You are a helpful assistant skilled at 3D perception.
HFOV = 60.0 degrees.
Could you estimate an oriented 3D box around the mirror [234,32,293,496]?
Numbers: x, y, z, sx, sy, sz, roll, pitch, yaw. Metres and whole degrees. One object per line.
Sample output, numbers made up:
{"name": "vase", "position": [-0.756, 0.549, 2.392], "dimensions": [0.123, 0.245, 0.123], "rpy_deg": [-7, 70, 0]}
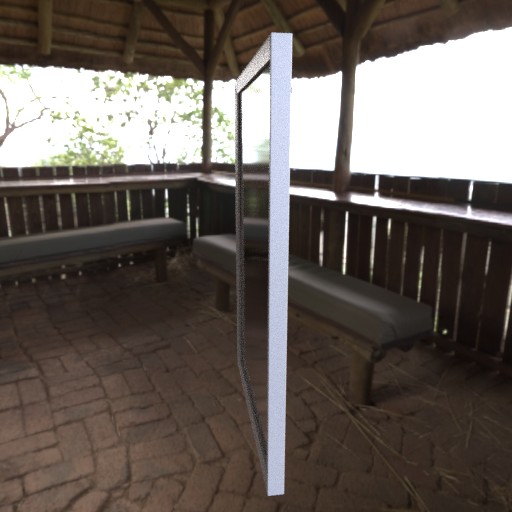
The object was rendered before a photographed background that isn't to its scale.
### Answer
{"name": "mirror", "position": [0.000, 0.000, 1.140], "dimensions": [0.041, 0.914, 0.609], "rpy_deg": [-2, 14, -8]}
